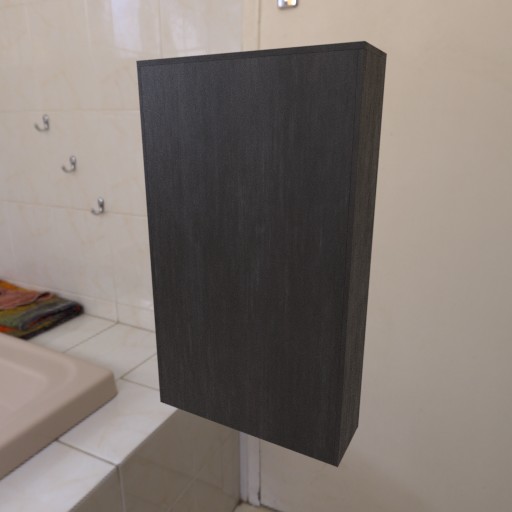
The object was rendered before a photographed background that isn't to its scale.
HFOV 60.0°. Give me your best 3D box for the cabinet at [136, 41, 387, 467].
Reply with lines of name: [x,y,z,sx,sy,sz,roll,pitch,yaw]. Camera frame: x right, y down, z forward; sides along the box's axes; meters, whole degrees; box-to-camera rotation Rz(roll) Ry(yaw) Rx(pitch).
cabinet: [0.000,0.000,1.554,0.750,1.280,0.250,9,19,27]
